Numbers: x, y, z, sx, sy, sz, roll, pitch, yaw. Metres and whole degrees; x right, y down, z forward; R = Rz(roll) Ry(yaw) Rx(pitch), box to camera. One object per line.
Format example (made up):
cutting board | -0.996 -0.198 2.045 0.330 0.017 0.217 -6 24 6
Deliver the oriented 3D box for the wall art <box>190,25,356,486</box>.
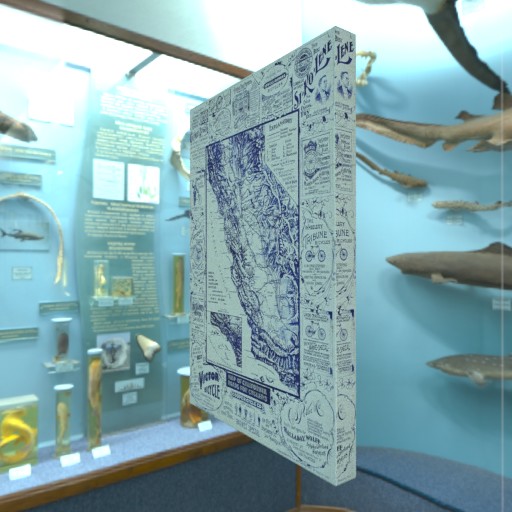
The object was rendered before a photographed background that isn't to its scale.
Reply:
wall art | 0.000 0.000 0.471 0.025 0.376 0.255 0 0 -36
